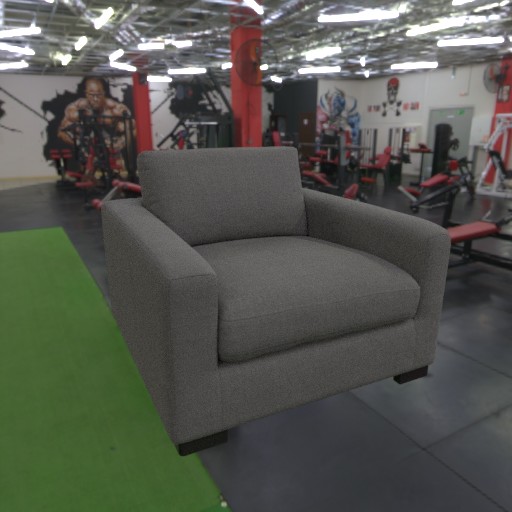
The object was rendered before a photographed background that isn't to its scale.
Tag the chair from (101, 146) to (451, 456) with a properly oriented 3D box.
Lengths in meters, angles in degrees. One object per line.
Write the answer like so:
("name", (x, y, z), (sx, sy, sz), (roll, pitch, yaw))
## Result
("chair", (0.000, 0.000, 1.856), (1.070, 0.847, 1.100), (-8, 18, -25))
